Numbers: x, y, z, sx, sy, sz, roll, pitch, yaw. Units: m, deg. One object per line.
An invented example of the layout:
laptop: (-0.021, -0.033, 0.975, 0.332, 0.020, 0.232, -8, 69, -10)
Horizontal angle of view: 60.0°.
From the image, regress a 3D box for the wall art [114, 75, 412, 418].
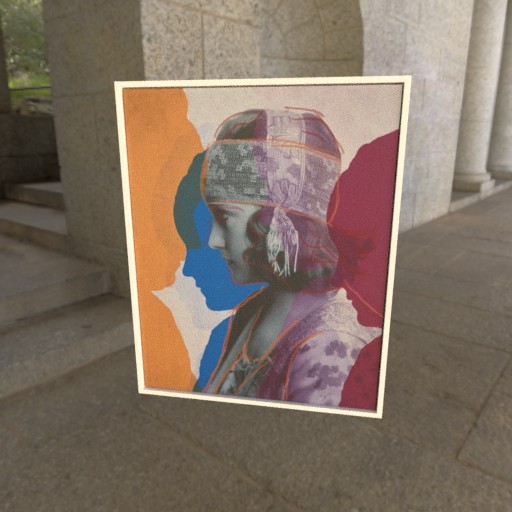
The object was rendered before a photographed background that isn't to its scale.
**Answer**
wall art: (0.000, 0.000, 0.738, 0.443, 0.549, 0.030, 3, 16, 10)
